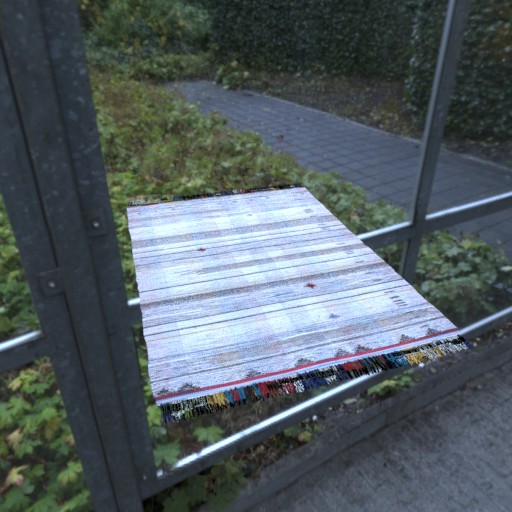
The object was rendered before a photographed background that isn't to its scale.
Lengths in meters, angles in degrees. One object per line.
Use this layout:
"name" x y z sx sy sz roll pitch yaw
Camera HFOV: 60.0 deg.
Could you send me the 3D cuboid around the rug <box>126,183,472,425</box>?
"rug" 0.000 0.000 2.276 1.217 0.012 1.848 -9 31 -15
